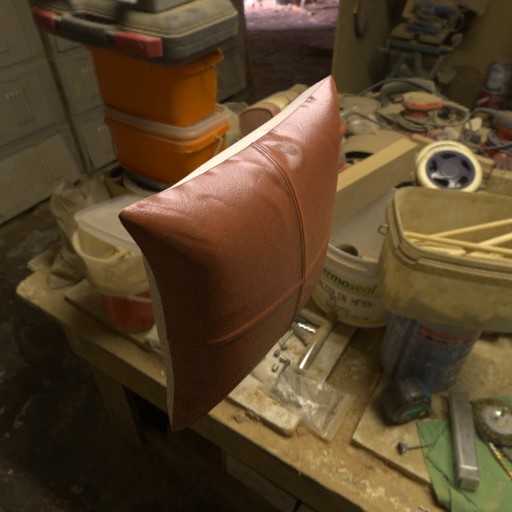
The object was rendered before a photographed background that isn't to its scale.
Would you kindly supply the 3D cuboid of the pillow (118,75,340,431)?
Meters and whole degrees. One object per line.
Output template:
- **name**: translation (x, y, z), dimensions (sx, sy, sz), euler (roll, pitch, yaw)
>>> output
- **pillow**: translation (0.000, 0.000, 0.776), dimensions (0.192, 0.477, 0.501), euler (24, 47, 25)
